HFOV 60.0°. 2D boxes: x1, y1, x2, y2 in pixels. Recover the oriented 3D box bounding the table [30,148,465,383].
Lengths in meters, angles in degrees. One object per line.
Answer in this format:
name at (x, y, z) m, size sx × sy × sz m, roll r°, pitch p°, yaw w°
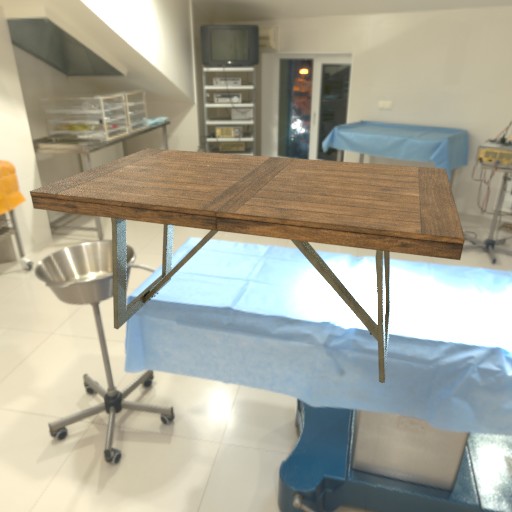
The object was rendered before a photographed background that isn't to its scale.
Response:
table at (0.000, 0.000, 2.142) m, size 1.641 × 0.757 × 0.931 m, roll 8°, pitch 26°, yaw 16°
